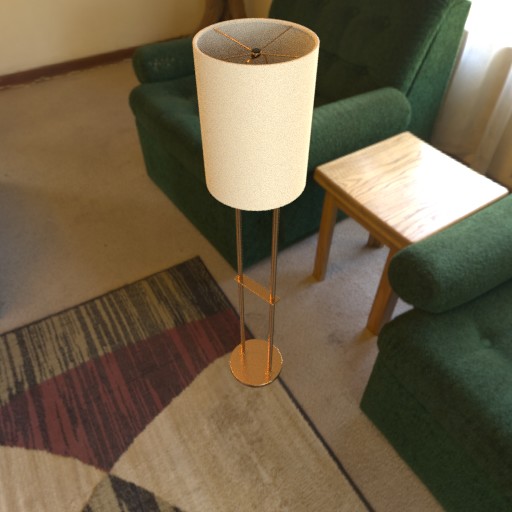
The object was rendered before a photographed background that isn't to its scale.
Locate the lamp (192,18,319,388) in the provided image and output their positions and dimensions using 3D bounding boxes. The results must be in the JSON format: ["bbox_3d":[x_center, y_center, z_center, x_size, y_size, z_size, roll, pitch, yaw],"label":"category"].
[{"bbox_3d":[0.000,0.000,1.608,0.306,1.500,0.305,32,54,27],"label":"lamp"}]
